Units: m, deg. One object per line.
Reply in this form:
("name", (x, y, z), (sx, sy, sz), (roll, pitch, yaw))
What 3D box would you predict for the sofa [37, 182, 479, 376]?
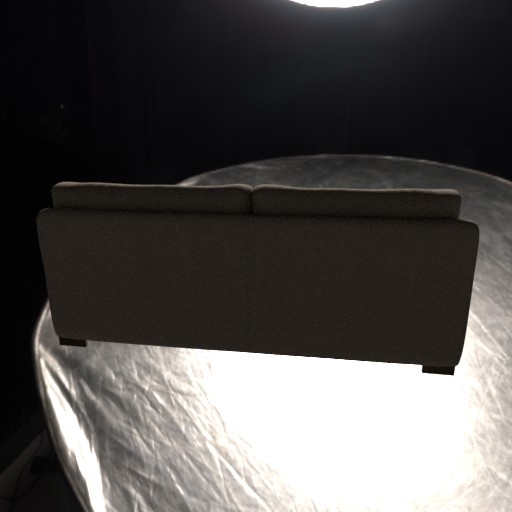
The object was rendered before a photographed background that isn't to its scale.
("sofa", (0.000, 0.000, 2.819), (2.354, 0.980, 0.962), (2, 16, 8))
